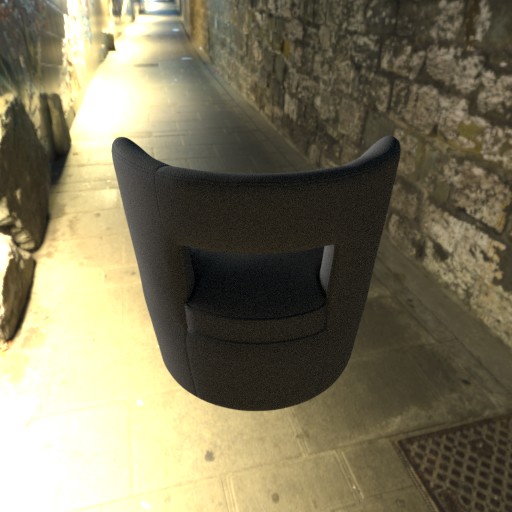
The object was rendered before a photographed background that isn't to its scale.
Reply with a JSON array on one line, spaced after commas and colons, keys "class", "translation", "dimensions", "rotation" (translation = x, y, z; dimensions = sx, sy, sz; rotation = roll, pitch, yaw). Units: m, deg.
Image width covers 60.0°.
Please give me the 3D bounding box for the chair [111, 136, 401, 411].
[{"class": "chair", "translation": [0.000, 0.000, 1.278], "dimensions": [0.689, 0.719, 0.660], "rotation": [0, 31, -1]}]
